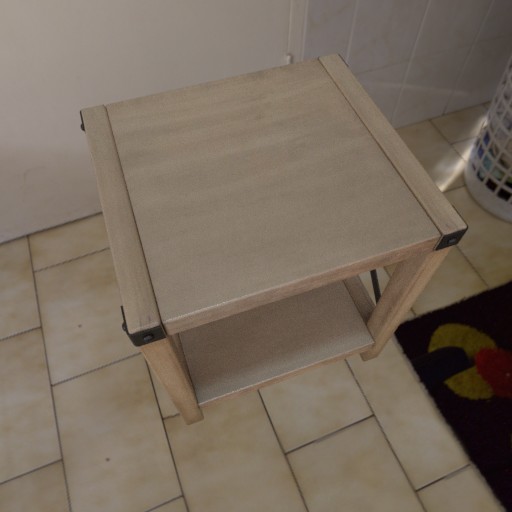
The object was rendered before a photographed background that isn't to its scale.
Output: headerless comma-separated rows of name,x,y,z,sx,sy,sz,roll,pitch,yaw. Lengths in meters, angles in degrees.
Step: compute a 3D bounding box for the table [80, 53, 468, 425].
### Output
table,0.000,0.000,0.940,0.510,0.561,0.459,-17,59,-10
